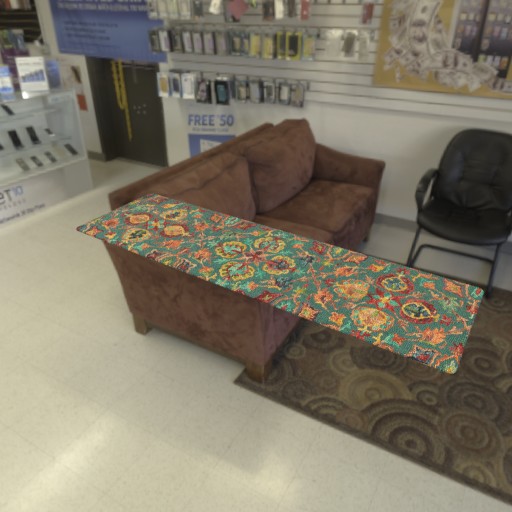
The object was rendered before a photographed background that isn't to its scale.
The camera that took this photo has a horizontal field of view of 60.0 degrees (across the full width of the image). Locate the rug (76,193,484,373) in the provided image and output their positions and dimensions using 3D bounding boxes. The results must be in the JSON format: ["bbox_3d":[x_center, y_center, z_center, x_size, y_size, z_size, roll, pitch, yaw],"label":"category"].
[{"bbox_3d":[0.000,0.000,2.506,2.286,0.013,0.686,18,35,28],"label":"rug"}]
